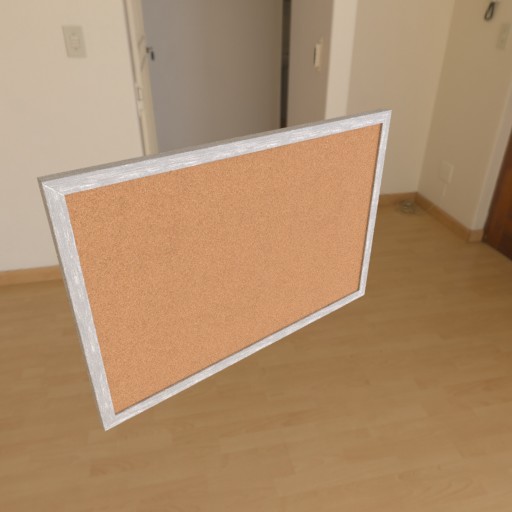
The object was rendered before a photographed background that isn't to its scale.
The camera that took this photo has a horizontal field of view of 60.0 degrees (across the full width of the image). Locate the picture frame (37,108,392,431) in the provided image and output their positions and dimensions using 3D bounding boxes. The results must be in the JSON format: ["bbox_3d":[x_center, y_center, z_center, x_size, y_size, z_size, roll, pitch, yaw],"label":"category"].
[{"bbox_3d":[0.000,0.000,1.181,0.950,0.640,0.029,-21,36,-32],"label":"picture frame"}]
